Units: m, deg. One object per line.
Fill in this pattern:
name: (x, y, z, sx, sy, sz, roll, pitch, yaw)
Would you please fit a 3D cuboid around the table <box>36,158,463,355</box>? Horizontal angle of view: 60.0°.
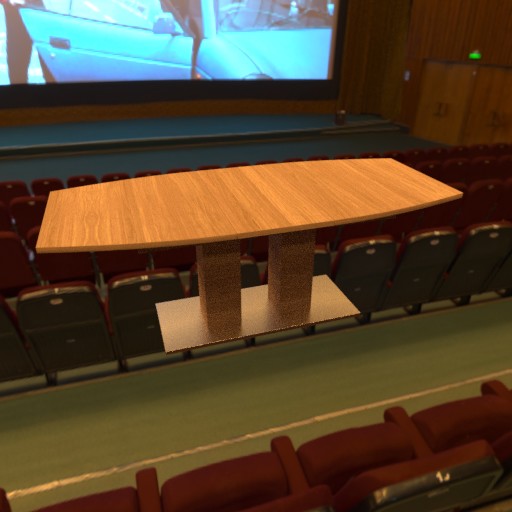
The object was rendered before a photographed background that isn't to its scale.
table: (0.000, 0.000, 2.473, 2.032, 0.750, 0.900, -9, 29, -16)
